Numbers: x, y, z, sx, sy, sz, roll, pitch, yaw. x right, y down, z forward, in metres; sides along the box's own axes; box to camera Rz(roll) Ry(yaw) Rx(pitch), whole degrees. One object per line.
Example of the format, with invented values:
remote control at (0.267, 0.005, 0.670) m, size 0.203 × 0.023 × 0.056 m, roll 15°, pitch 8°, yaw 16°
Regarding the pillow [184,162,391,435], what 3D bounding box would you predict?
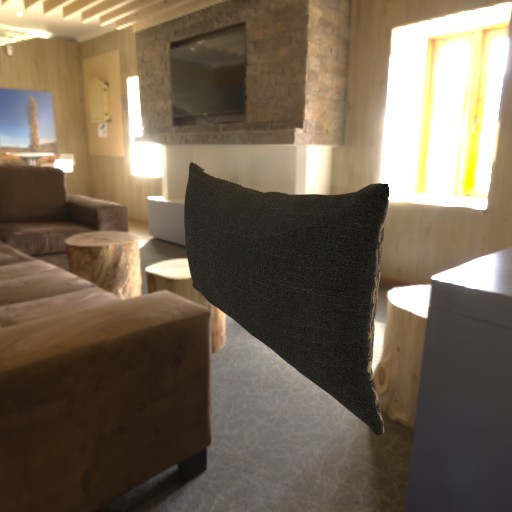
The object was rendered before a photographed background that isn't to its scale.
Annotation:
pillow at (0.000, 0.000, 0.749) m, size 0.148 × 0.292 × 0.631 m, roll -7°, pitch 16°, yaw -27°
